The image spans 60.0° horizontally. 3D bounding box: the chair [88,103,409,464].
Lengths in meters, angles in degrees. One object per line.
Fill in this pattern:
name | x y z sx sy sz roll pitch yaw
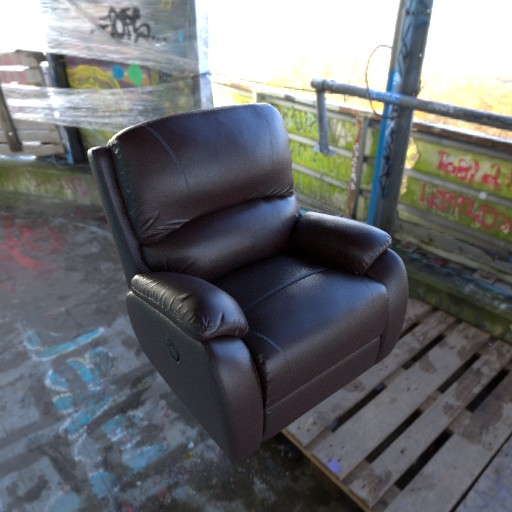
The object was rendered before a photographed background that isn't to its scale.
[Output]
chair | 0.000 0.000 1.736 0.930 1.011 0.899 -22 38 -32
